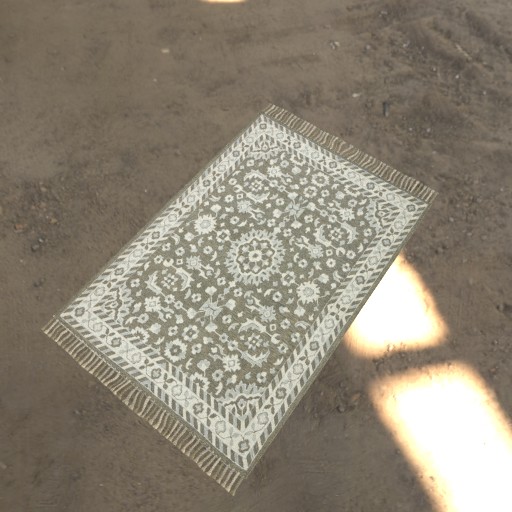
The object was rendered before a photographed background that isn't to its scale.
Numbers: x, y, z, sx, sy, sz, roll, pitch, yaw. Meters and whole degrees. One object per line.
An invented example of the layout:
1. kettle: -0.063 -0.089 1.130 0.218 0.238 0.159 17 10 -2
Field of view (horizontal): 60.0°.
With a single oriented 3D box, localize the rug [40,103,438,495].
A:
1. rug: 0.000 0.000 2.979 1.530 0.025 2.431 34 67 16
